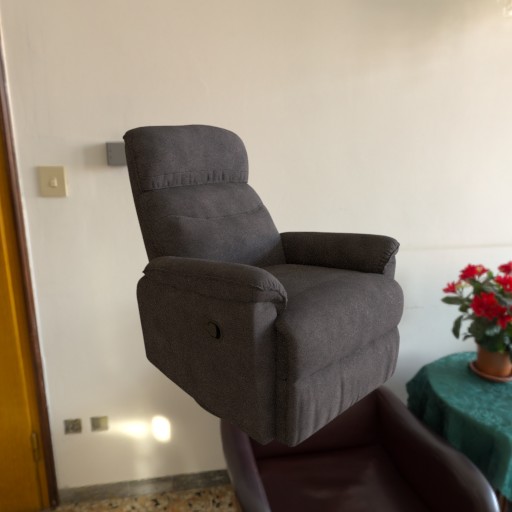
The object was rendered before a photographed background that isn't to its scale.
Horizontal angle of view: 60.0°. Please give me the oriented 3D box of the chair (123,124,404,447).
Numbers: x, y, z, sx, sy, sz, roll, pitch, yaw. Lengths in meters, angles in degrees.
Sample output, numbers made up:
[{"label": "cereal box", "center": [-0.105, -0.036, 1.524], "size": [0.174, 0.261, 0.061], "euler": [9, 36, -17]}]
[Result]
[{"label": "chair", "center": [0.000, 0.000, 1.761], "size": [1.009, 1.035, 0.830], "euler": [13, 19, 43]}]
